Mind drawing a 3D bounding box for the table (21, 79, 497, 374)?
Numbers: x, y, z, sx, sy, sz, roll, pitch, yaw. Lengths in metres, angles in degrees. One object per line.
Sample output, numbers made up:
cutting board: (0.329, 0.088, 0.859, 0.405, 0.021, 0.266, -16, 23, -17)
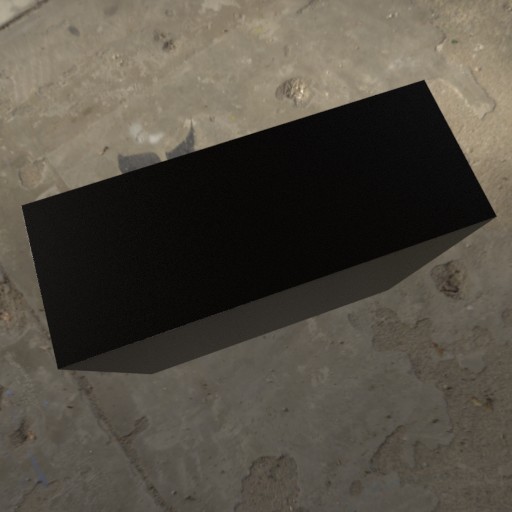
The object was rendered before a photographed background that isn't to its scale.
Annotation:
table: (0.000, 0.000, 1.310, 0.930, 0.790, 0.380, -19, 75, -5)
